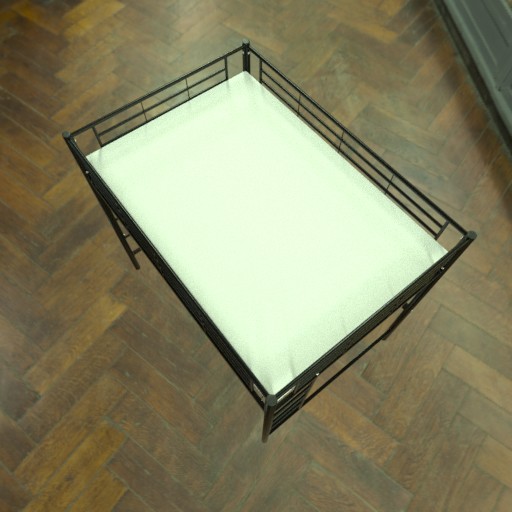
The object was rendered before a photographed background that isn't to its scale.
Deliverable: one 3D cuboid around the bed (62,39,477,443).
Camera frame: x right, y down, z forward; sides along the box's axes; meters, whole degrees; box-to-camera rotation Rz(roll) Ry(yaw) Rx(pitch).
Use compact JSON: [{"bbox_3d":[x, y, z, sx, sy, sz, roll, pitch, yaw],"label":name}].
[{"bbox_3d":[0.000,0.000,3.268,1.397,1.803,1.994,-35,68,-17],"label":"bed"}]
